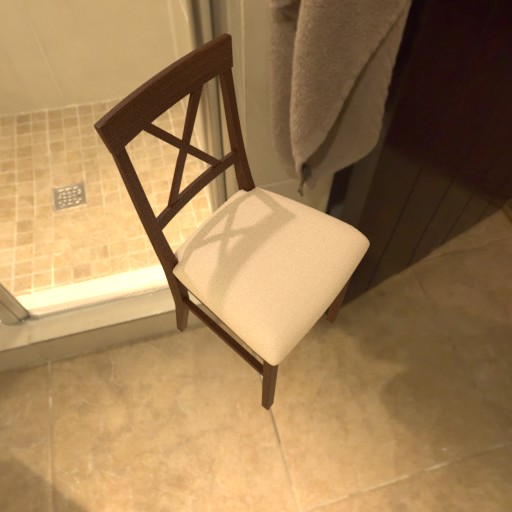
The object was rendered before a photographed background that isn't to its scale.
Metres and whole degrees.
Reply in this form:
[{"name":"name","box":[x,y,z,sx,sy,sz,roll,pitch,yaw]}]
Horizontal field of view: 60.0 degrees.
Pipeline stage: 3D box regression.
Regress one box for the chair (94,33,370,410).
[{"name":"chair","box":[0.000,0.000,1.187,0.480,0.913,0.440,33,63,19]}]
